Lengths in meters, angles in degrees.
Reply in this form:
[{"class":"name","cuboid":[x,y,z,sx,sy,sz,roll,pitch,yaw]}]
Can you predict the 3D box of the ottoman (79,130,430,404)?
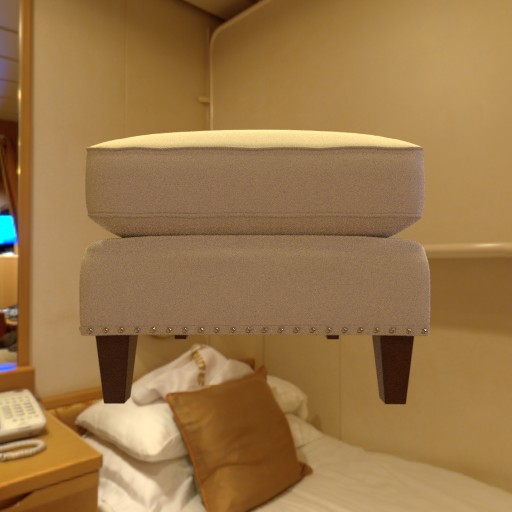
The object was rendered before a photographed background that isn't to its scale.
[{"class":"ottoman","cuboid":[0.000,0.000,1.090,0.584,0.513,0.741,0,-1,0]}]
